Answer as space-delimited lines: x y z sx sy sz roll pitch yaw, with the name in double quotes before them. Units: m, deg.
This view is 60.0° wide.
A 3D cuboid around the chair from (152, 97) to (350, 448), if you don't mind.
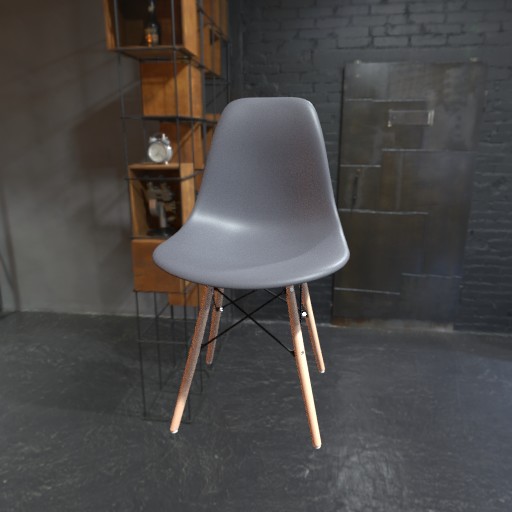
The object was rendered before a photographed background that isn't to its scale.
"chair" 0.000 0.000 1.160 0.470 0.826 0.533 2 15 9
